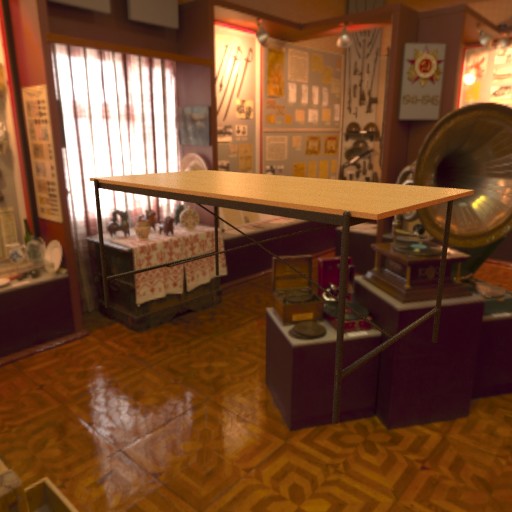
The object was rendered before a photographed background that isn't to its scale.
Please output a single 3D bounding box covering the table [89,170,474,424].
[{"bbox_3d":[0.000,0.000,2.320,1.800,0.758,0.900,14,20,41],"label":"table"}]
